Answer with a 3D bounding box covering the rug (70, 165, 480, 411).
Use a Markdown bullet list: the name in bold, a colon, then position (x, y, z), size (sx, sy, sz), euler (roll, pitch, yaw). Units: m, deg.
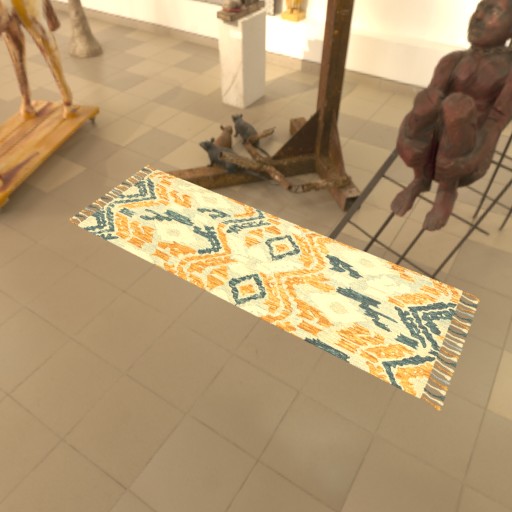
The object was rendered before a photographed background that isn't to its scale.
- **rug**: position (0.000, 0.000, 2.663), size (2.437, 0.010, 0.783), euler (24, 50, 22)
